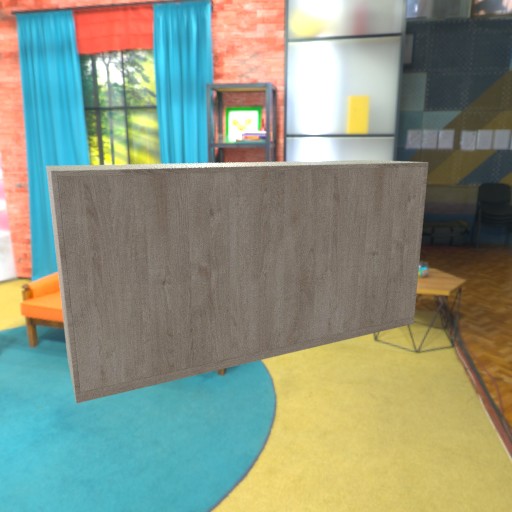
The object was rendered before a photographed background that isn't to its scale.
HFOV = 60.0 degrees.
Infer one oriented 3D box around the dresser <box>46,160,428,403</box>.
[{"bbox_3d":[0.000,0.000,1.954,1.590,0.795,0.390,-7,16,-26],"label":"dresser"}]
